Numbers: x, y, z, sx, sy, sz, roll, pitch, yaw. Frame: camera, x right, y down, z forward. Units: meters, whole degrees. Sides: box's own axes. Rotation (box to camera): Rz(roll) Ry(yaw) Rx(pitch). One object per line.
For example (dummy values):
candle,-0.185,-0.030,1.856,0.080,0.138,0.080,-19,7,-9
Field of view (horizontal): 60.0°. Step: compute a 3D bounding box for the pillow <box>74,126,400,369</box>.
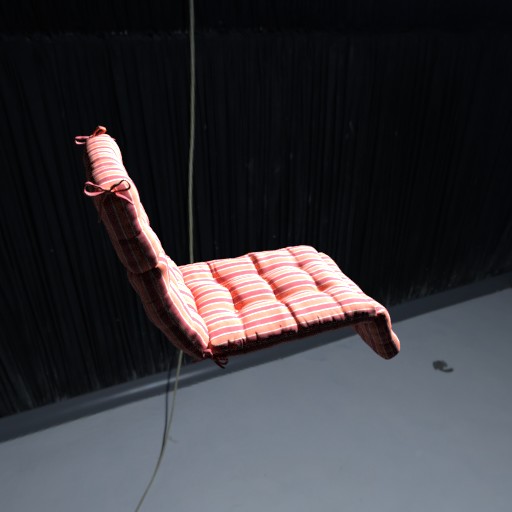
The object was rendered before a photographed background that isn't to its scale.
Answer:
pillow,0.000,0.000,1.531,1.016,0.863,0.526,-11,32,-19
